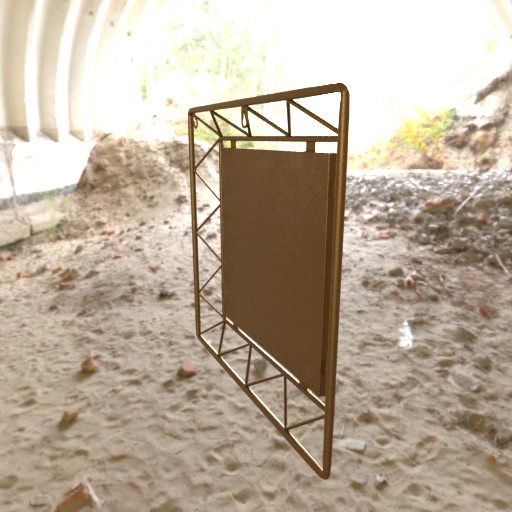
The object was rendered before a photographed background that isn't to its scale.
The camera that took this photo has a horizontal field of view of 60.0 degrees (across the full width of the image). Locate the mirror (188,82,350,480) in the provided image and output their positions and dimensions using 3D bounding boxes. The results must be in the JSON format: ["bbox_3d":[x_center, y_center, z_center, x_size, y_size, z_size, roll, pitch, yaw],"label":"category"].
[{"bbox_3d":[0.000,0.000,0.618,0.046,0.414,0.416,-8,17,-26],"label":"mirror"}]
